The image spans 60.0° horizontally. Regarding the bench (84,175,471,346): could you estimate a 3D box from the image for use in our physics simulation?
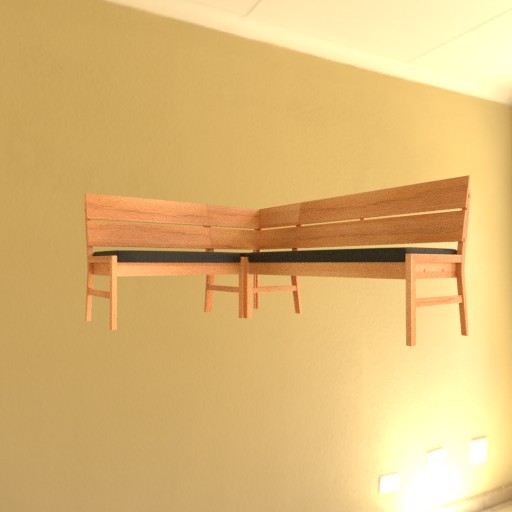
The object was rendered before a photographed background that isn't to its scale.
[{"bbox_3d":[0.000,0.000,2.785,1.548,0.890,1.948,1,-1,-37],"label":"bench"}]
